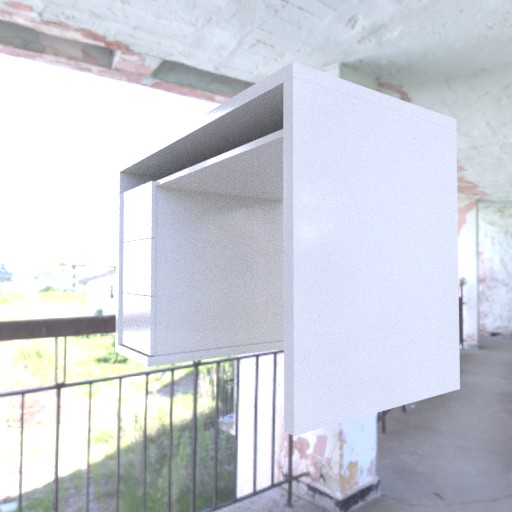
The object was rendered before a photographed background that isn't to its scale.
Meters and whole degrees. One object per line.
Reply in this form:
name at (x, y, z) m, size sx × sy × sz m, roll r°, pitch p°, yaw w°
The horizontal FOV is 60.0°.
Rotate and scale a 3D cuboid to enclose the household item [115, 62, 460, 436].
household item at (0.000, 0.000, 1.505) m, size 0.597 × 0.749 × 1.100 m, roll 1°, pitch -2°, yaw -35°
